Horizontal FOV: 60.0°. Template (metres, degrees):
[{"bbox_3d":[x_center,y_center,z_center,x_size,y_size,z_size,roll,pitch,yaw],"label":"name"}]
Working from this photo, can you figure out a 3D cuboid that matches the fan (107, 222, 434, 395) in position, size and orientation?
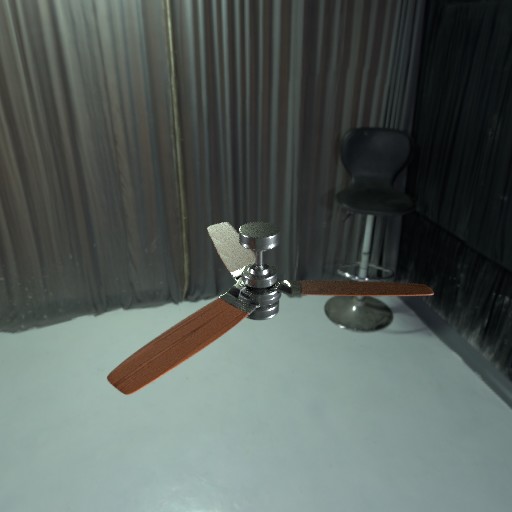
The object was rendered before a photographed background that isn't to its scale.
[{"bbox_3d":[0.000,0.000,2.111,1.416,0.410,1.271,-9,28,-16],"label":"fan"}]
